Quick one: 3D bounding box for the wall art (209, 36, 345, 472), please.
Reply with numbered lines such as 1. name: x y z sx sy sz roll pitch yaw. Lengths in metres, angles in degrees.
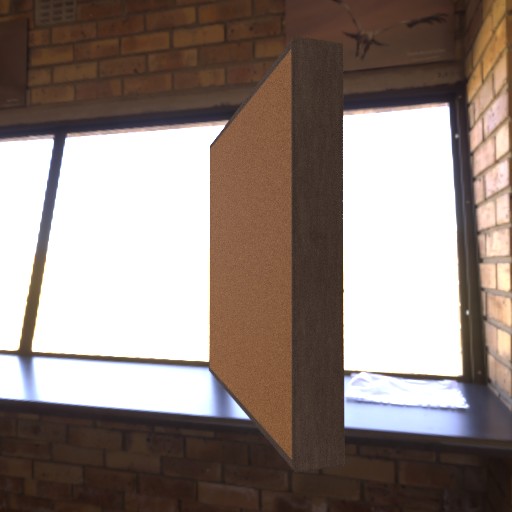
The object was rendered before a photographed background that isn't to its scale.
1. wall art: 0.000 0.000 0.456 0.038 0.302 0.303 0 -1 -17
